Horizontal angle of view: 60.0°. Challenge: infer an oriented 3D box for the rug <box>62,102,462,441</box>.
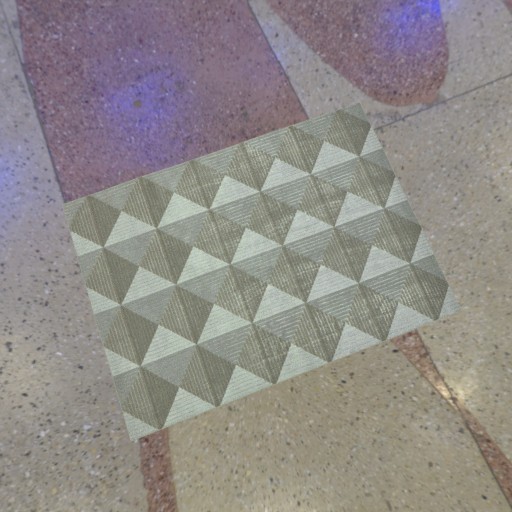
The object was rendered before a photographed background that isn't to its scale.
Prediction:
[{"bbox_3d":[0.000,0.000,4.406,3.333,0.027,2.428,-20,77,-5],"label":"rug"}]
